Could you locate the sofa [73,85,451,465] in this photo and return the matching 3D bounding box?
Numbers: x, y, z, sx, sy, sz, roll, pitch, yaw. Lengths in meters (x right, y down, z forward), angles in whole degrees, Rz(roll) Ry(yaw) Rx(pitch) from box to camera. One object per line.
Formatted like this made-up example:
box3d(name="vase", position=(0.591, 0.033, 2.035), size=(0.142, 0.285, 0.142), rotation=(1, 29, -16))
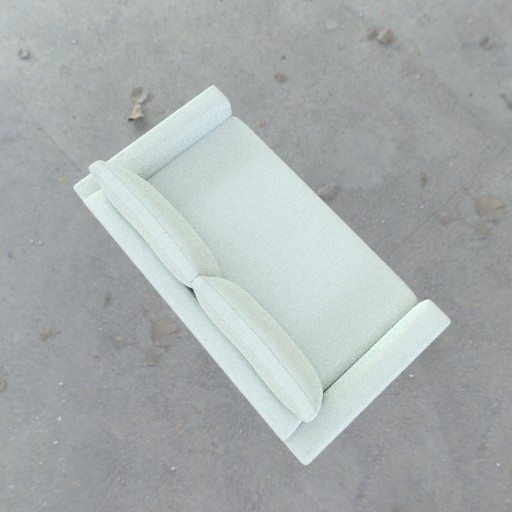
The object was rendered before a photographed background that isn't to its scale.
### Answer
box3d(name="sofa", position=(0.000, 0.000, 2.143), size=(0.920, 0.790, 1.650), rotation=(-40, 77, -11))
